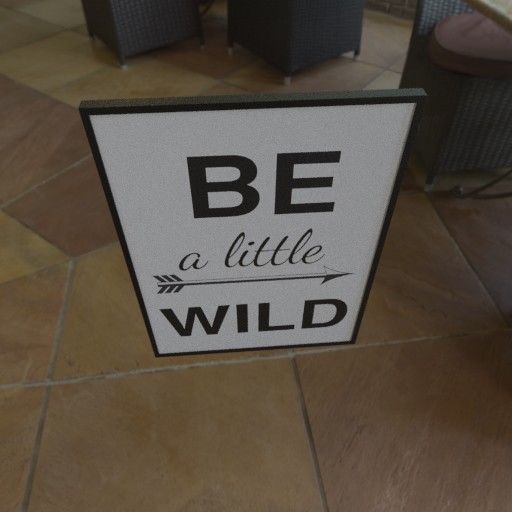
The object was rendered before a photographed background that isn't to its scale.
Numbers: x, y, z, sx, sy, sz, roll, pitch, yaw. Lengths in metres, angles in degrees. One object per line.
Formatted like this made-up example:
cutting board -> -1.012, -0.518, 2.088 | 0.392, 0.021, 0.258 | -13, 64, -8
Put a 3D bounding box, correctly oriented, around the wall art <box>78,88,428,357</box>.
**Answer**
wall art -> 0.000, 0.000, 1.415 | 0.806, 1.062, 0.038 | -3, 46, -3
